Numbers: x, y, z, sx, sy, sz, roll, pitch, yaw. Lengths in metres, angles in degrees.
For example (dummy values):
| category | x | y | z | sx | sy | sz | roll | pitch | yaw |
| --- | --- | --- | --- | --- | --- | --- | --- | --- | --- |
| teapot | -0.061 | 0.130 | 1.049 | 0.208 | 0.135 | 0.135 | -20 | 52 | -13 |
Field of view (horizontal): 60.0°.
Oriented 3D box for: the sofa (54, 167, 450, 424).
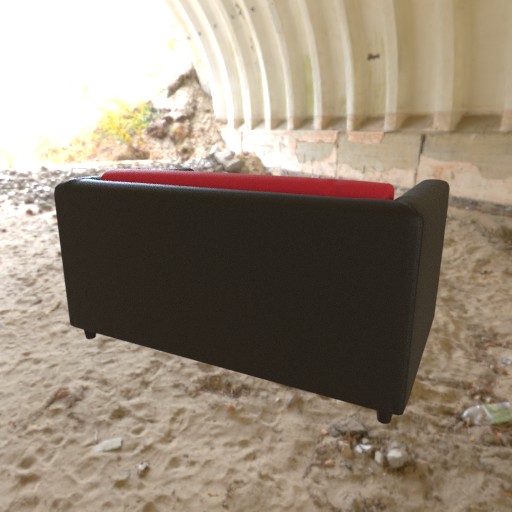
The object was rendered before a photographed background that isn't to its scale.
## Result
| category | x | y | z | sx | sy | sz | roll | pitch | yaw |
| --- | --- | --- | --- | --- | --- | --- | --- | --- | --- |
| sofa | 0.000 | 0.000 | 1.895 | 1.410 | 0.735 | 0.845 | 8 | 18 | 26 |
